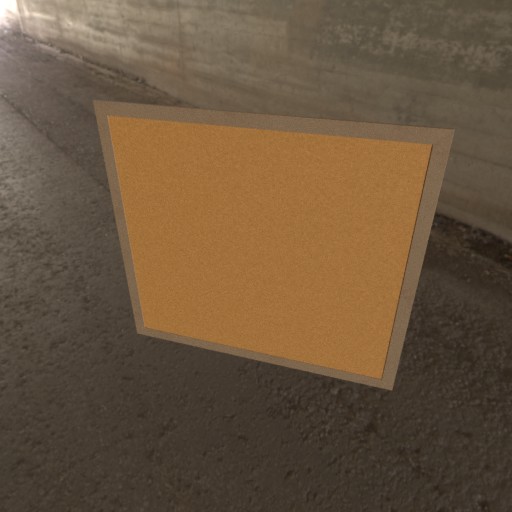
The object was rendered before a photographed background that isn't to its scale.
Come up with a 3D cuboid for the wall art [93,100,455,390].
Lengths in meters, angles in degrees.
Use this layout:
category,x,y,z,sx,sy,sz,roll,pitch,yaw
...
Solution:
category,x,y,z,sx,sy,sz,roll,pitch,yaw
wall art,0.000,0.000,1.678,1.168,1.067,0.025,9,33,14
